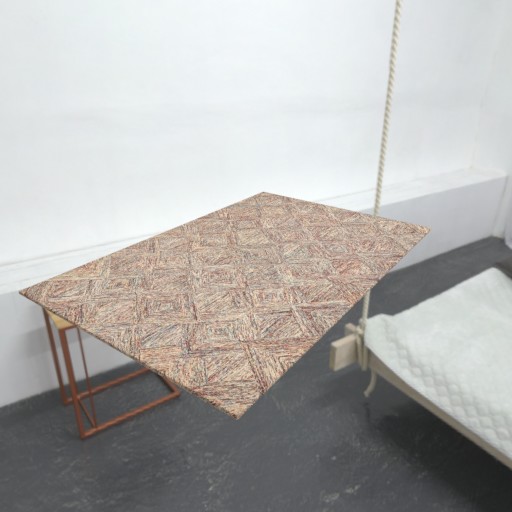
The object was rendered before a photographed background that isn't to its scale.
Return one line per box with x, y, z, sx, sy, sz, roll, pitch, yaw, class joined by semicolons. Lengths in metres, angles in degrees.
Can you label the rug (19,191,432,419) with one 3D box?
0.000;0.000;2.830;1.523;0.019;2.285;17;30;33;rug
